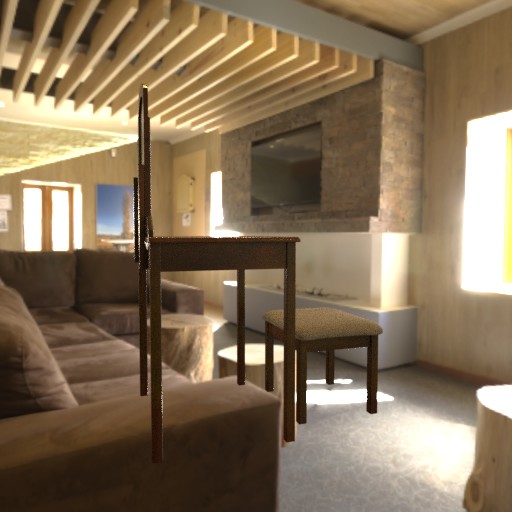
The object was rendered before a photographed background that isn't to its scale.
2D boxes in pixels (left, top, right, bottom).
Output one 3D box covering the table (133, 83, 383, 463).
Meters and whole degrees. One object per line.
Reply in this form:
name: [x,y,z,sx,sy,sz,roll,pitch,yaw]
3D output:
table: [0.000,0.000,2.325,1.211,1.631,0.876,-1,3,-18]
